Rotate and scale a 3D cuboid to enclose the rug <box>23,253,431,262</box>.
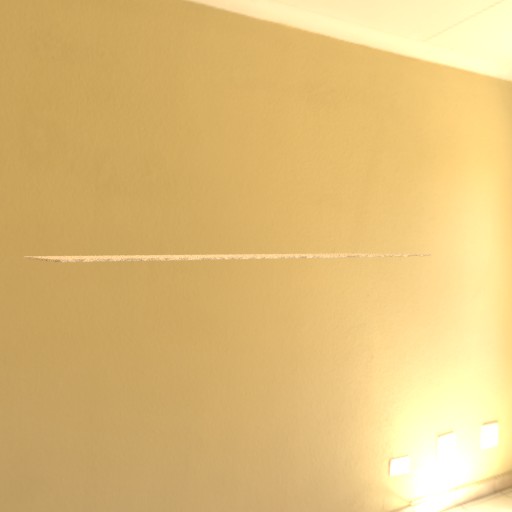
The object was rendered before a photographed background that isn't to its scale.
[{"bbox_3d":[0.000,0.000,2.699,2.436,0.013,0.807,-1,1,-35],"label":"rug"}]
